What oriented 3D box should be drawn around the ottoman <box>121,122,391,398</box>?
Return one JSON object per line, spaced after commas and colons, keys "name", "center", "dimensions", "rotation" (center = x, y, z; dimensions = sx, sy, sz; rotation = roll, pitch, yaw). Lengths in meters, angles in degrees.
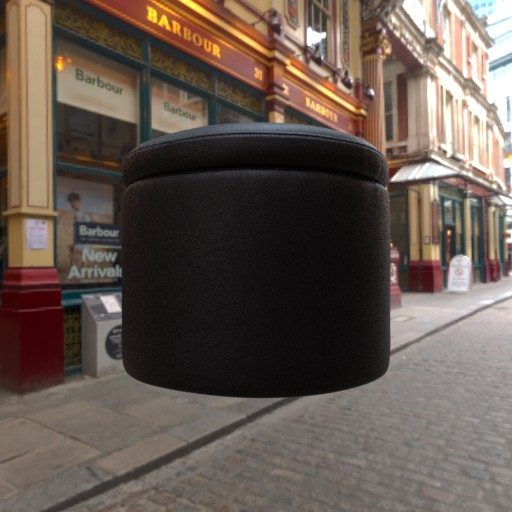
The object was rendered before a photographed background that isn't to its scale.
{"name": "ottoman", "center": [0.000, 0.000, 0.864], "dimensions": [0.501, 0.409, 0.501], "rotation": [0, -1, 0]}
